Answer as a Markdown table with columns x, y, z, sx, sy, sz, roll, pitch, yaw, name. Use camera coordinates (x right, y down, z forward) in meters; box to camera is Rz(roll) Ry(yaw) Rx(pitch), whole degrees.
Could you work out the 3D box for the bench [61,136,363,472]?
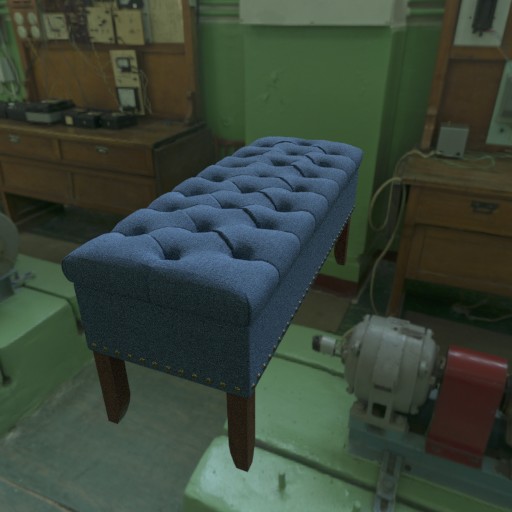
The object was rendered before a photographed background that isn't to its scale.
| x | y | z | sx | sy | sz | roll | pitch | yaw | name |
| --- | --- | --- | --- | --- | --- | --- | --- | --- | --- |
| 0.000 | 0.000 | 1.326 | 0.417 | 0.492 | 1.052 | 11 | 30 | 19 | bench |
